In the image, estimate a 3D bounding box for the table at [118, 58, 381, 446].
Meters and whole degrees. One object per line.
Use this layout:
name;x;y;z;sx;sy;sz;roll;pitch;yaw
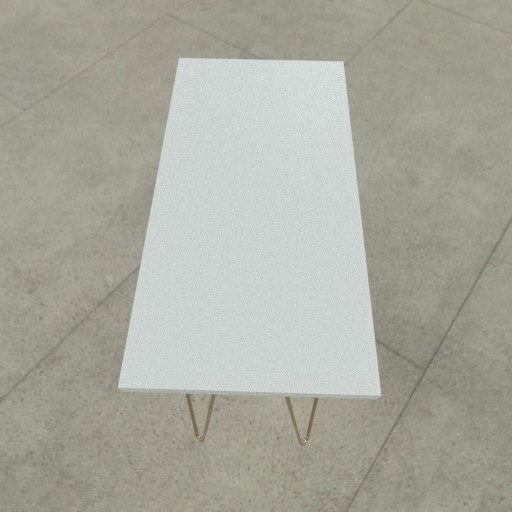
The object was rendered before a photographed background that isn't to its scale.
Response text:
table;0.000;0.000;1.368;0.498;0.660;0.991;1;59;1
